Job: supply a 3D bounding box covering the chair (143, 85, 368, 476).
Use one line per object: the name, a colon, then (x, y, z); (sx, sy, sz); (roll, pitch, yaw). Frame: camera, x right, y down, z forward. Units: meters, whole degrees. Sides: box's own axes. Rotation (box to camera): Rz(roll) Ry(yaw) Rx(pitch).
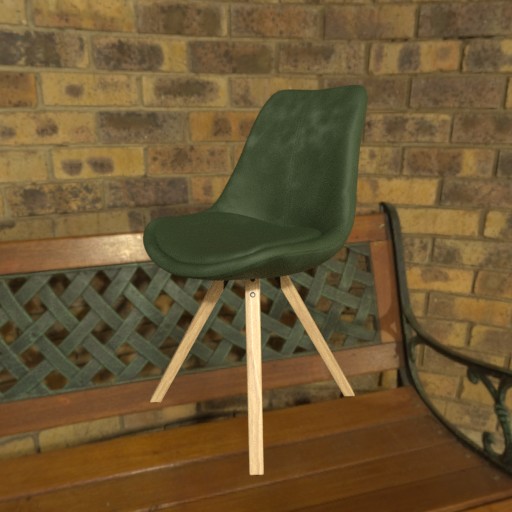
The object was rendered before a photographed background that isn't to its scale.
chair: (0.000, 0.000, 1.175); (0.483, 0.865, 0.547); (15, 22, 41)
